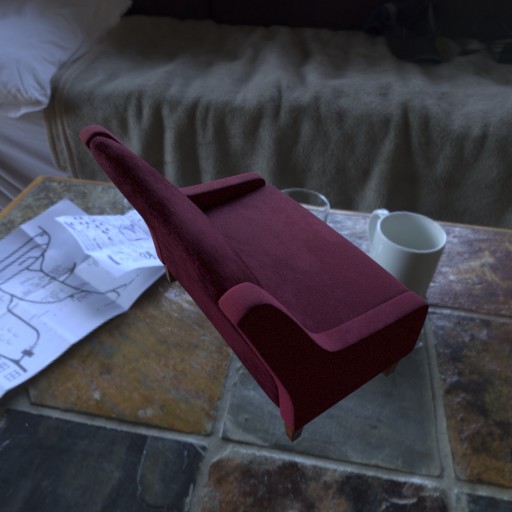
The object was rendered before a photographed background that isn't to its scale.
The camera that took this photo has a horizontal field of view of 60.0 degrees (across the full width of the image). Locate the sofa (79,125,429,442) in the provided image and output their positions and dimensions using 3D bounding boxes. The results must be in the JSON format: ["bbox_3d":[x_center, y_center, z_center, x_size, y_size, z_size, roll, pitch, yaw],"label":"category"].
[{"bbox_3d":[0.000,0.000,1.942,0.946,0.976,1.242,-24,46,-25],"label":"sofa"}]
